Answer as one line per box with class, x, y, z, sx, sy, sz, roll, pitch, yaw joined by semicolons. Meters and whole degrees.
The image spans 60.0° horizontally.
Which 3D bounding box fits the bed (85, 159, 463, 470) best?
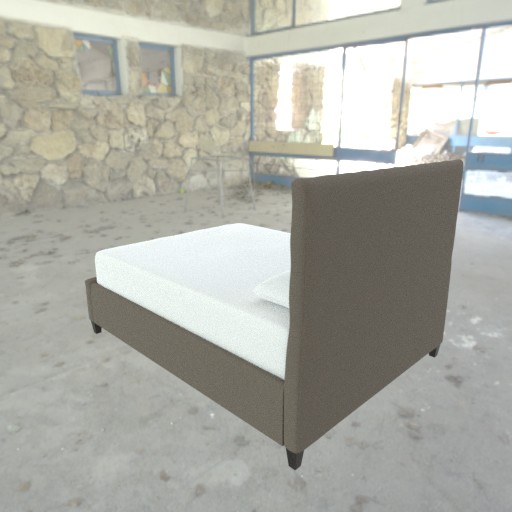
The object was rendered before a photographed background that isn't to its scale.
bed;0.000;0.000;3.282;1.696;1.426;2.233;-15;22;-43
